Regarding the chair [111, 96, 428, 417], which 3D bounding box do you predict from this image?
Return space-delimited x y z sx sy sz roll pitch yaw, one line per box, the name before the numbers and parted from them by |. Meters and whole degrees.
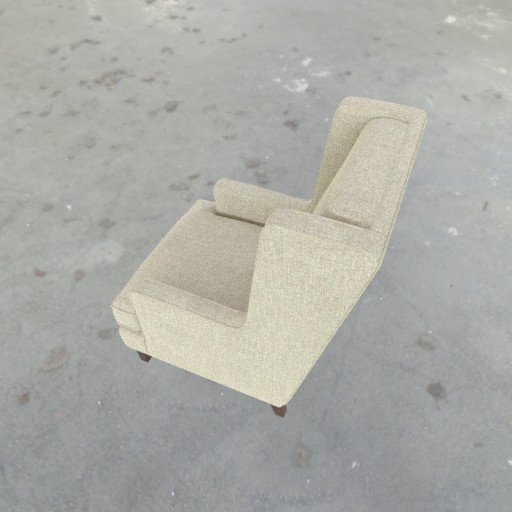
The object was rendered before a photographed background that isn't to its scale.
chair | 0.000 0.000 1.756 0.948 1.082 0.764 17 48 16
